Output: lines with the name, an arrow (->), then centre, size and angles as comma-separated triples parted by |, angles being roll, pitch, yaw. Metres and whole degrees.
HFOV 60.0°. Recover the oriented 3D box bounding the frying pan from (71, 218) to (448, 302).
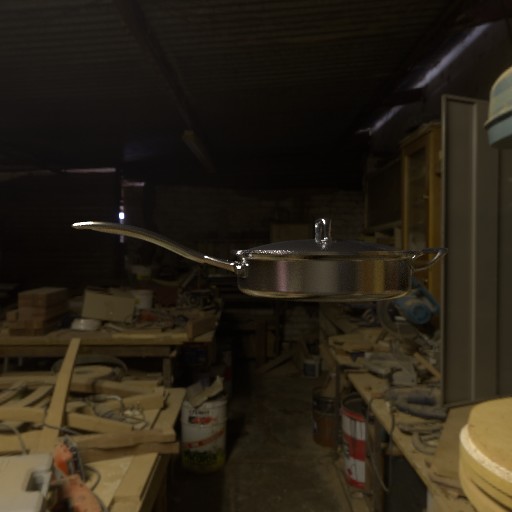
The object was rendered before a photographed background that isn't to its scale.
frying pan -> 0.000, 0.000, 0.678 | 0.561, 0.114, 0.280 | 0, 1, 0
